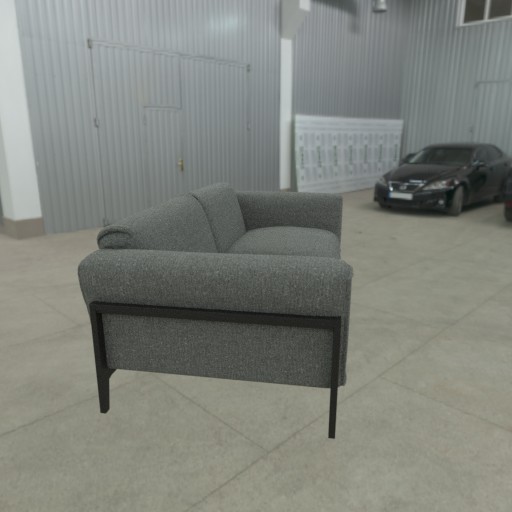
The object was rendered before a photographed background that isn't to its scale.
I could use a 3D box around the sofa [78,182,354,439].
[{"bbox_3d":[0.000,0.000,2.510,0.985,0.703,2.125,3,15,9],"label":"sofa"}]
